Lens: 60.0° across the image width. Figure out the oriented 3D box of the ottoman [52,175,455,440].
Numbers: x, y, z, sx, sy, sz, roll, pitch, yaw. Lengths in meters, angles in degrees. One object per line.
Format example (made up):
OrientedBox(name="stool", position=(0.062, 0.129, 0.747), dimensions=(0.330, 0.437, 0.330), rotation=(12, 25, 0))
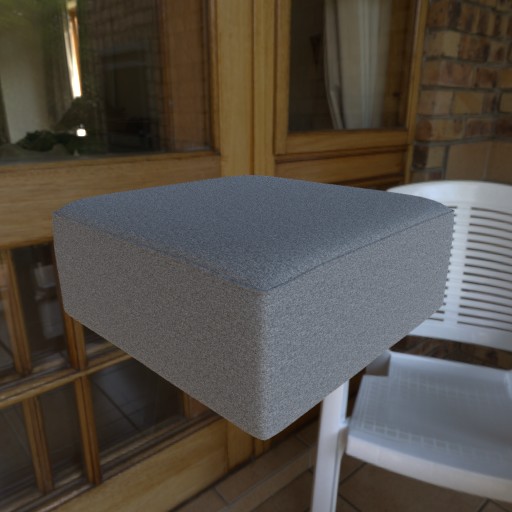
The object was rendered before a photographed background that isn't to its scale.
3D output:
OrientedBox(name="ottoman", position=(0.000, 0.000, 1.576), dimensions=(1.005, 0.464, 1.015), rotation=(16, 24, 41))
